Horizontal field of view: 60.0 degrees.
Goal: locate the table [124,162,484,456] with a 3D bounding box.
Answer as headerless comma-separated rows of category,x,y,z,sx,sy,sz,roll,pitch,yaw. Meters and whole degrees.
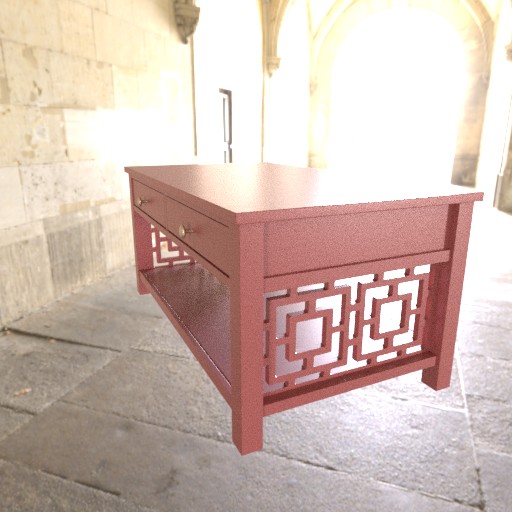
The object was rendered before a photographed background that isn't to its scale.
table,0.000,0.000,1.385,0.612,0.493,1.068,-7,18,-24
